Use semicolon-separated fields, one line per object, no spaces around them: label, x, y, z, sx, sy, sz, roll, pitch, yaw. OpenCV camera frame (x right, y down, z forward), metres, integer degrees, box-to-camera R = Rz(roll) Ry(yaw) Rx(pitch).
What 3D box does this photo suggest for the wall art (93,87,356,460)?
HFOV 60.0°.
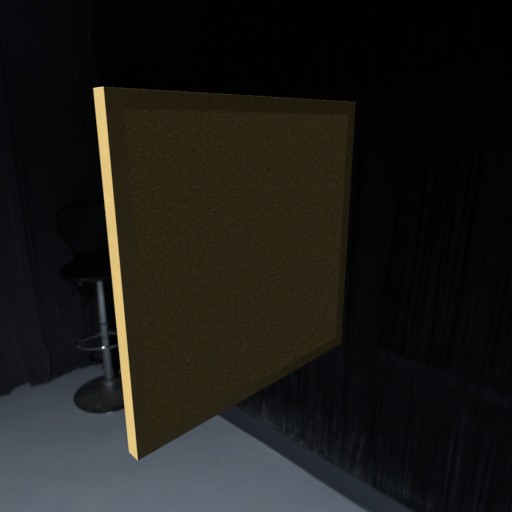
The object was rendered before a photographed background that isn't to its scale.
wall art;0.000;0.000;2.860;1.935;1.936;0.097;-16;23;-42
